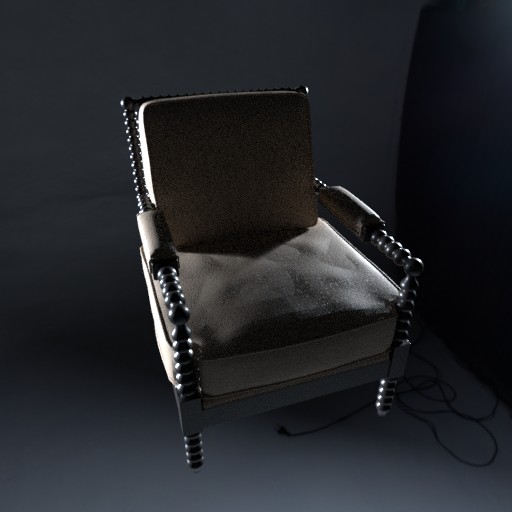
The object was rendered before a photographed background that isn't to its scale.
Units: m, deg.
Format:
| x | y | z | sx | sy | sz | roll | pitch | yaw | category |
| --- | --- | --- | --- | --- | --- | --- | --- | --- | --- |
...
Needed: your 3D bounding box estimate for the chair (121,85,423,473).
| x | y | z | sx | sy | sz | roll | pitch | yaw | category |
| --- | --- | --- | --- | --- | --- | --- | --- | --- | --- |
| 0.000 | 0.000 | 1.129 | 0.555 | 0.703 | 0.657 | -10 | 32 | -16 | chair |
